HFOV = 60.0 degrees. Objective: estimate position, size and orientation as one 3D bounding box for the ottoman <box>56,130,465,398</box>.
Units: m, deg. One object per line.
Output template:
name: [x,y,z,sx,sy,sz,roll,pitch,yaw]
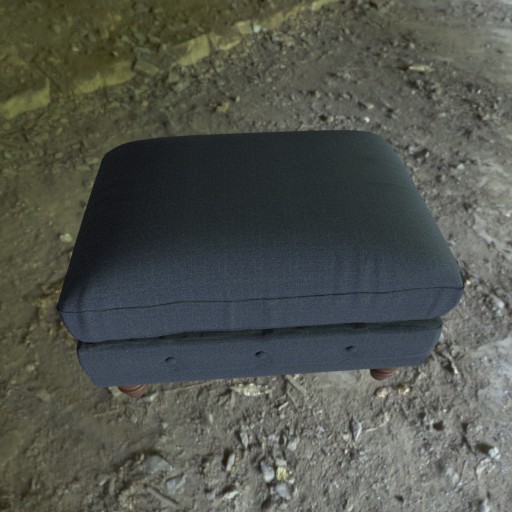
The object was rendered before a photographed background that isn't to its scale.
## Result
ottoman: [0.000,0.000,1.101,0.767,0.486,0.558,-3,45,-3]
